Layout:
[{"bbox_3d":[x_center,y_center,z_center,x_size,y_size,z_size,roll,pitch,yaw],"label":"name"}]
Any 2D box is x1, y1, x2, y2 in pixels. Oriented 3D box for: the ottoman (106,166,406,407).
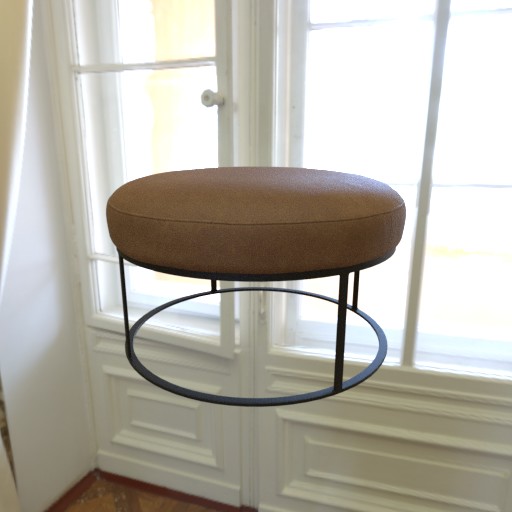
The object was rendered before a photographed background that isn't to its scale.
[{"bbox_3d":[0.000,0.000,1.232,0.771,0.460,0.771,0,16,0],"label":"ottoman"}]
